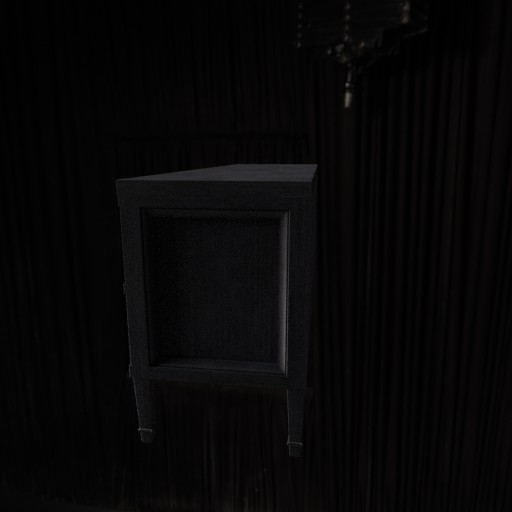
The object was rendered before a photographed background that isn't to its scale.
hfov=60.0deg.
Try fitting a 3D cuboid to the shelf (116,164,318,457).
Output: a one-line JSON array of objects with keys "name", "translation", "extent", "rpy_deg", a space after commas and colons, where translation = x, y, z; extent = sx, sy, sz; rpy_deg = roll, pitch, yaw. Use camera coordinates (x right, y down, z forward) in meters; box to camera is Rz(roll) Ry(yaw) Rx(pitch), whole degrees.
[{"name": "shelf", "translation": [0.000, 0.000, 1.864], "extent": [0.479, 0.719, 1.575], "rpy_deg": [2, 13, 8]}]
